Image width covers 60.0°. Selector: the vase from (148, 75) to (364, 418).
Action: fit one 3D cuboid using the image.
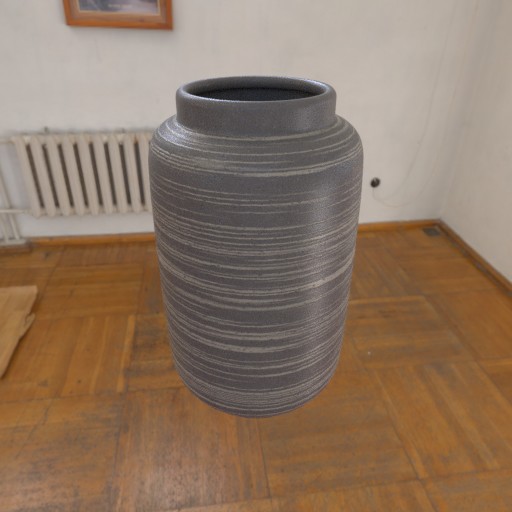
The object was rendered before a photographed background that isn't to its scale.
[{"bbox_3d":[0.000,0.000,0.690,0.297,0.499,0.297,0,30,0],"label":"vase"}]
